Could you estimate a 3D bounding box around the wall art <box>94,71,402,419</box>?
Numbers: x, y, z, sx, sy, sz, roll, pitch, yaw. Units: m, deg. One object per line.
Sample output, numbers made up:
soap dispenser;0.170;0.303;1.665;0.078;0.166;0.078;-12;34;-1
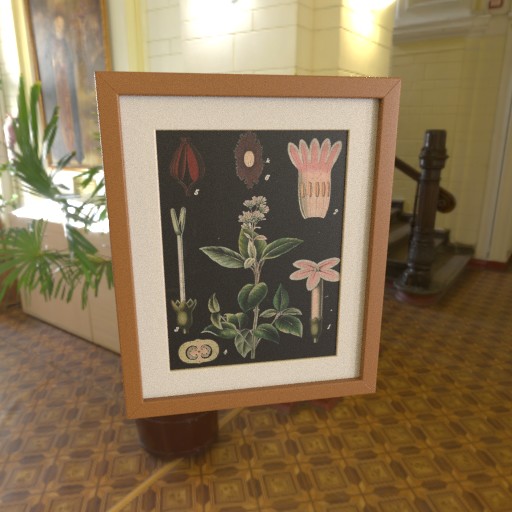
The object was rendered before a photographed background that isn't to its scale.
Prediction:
wall art;0.000;0.000;0.498;0.310;0.379;0.015;-3;16;-10
